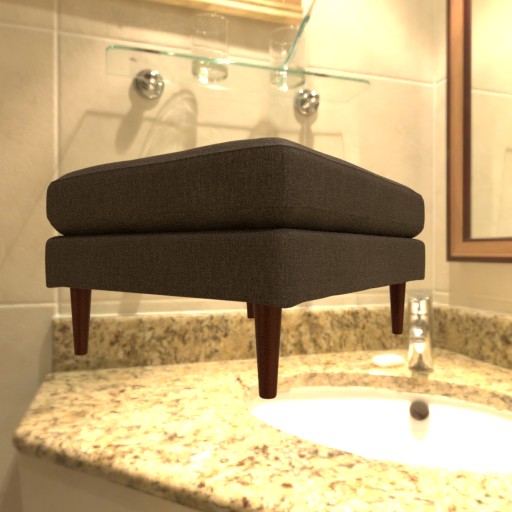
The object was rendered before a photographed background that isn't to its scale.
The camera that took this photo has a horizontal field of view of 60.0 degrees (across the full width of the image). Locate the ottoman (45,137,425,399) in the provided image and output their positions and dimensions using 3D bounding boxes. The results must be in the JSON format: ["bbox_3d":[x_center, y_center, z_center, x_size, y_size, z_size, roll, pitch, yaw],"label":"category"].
[{"bbox_3d":[0.000,0.000,1.202,0.693,0.474,0.821,0,1,35],"label":"ottoman"}]
